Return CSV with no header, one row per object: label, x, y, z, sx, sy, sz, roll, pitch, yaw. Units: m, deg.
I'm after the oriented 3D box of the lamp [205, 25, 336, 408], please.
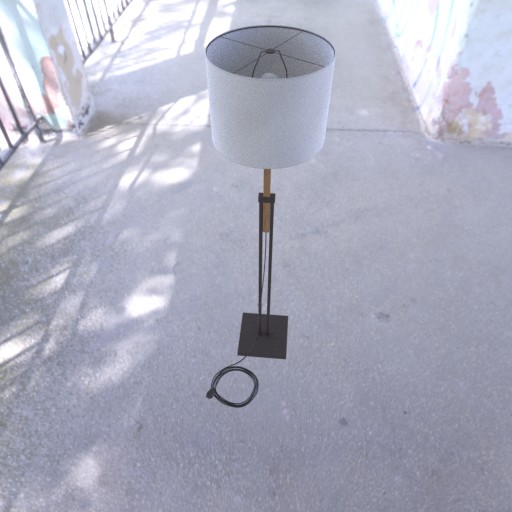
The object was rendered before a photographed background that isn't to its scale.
lamp,0.000,0.000,1.909,0.474,1.650,0.639,4,47,4
